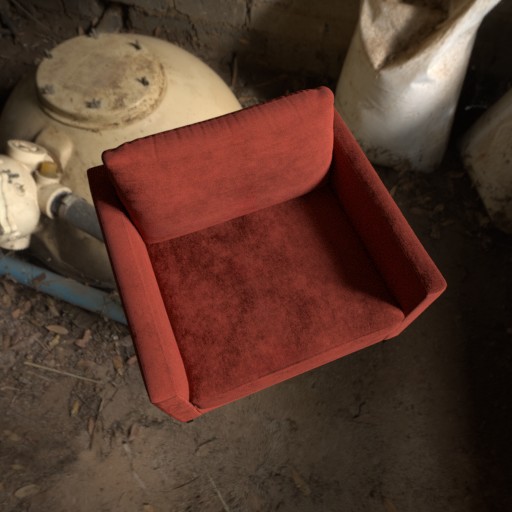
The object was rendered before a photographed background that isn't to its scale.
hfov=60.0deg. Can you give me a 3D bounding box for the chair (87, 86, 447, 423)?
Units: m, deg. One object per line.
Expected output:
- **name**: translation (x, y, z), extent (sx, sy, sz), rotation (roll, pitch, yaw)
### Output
- **chair**: translation (0.000, 0.000, 1.624), extent (0.964, 0.812, 0.875), rotation (-20, 65, -9)
